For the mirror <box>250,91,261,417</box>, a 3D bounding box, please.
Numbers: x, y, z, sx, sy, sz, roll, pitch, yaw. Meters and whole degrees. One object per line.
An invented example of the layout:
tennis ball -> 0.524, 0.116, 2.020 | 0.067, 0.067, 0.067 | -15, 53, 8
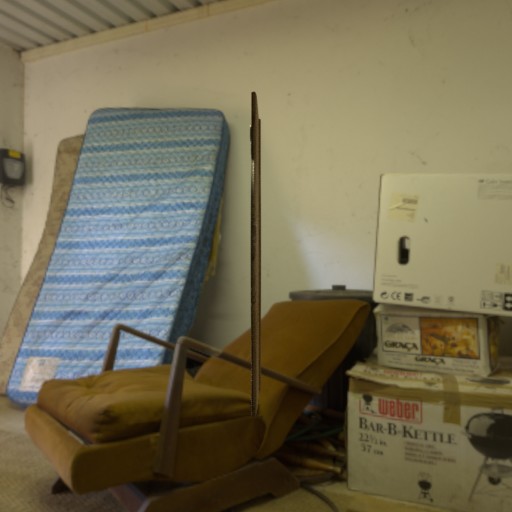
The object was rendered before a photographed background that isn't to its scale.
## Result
mirror -> 0.000, 0.000, 1.018 | 0.019, 0.686, 0.686 | 0, -1, 0
